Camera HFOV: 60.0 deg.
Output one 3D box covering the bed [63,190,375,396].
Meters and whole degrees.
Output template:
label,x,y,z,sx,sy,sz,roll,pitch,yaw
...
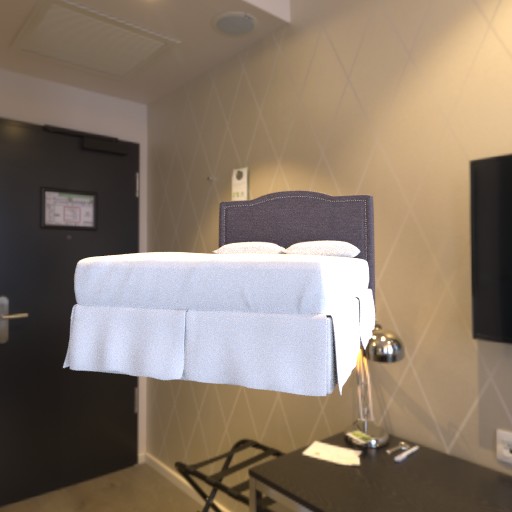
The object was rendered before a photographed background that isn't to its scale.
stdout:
label,x,y,z,sx,sy,sz,roll,pitch,yaw
bed,0.000,0.000,3.616,1.741,1.441,2.507,0,-1,19
